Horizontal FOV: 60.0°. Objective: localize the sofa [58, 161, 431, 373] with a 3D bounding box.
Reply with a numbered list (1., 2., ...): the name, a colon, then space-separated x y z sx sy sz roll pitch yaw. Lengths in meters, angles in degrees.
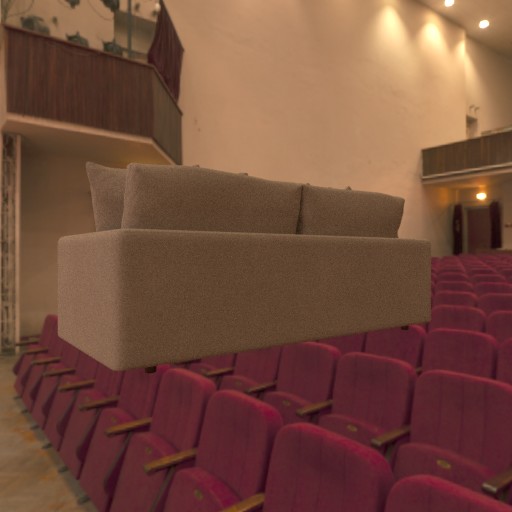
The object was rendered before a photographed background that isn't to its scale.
1. sofa: 0.000 0.000 3.070 2.380 1.084 1.228 0 0 -37
